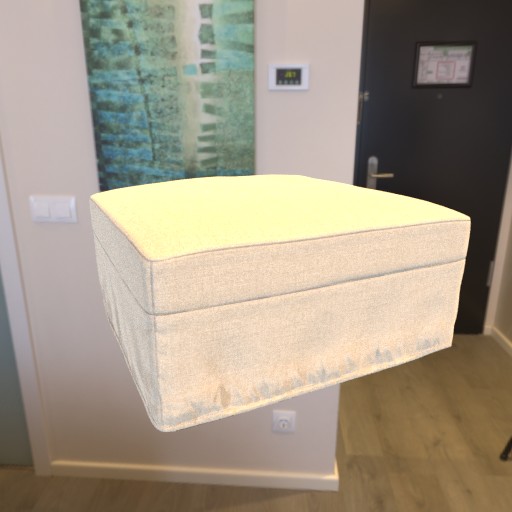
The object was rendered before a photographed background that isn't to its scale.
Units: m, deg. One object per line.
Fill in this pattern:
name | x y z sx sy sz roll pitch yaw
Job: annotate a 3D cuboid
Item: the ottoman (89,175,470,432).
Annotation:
ottoman | 0.000 0.000 1.334 0.843 0.436 0.840 -8 18 -25
